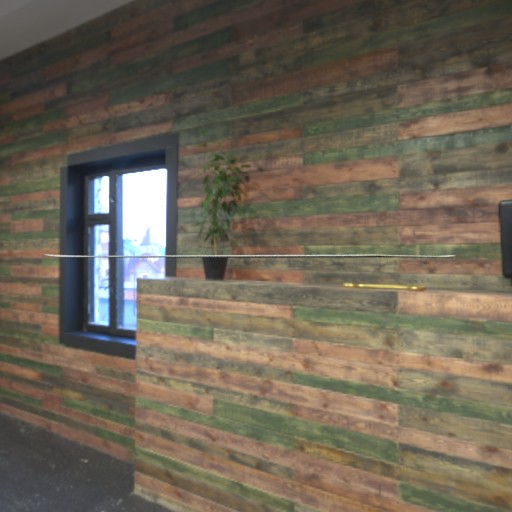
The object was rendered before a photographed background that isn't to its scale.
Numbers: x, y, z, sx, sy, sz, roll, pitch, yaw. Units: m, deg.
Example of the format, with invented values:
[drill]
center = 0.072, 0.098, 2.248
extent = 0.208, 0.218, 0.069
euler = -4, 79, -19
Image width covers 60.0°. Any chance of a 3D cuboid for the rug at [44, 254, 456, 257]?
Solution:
[rug]
center = 0.000, 0.000, 3.999
extent = 2.925, 0.026, 2.343
euler = 0, 0, 35
